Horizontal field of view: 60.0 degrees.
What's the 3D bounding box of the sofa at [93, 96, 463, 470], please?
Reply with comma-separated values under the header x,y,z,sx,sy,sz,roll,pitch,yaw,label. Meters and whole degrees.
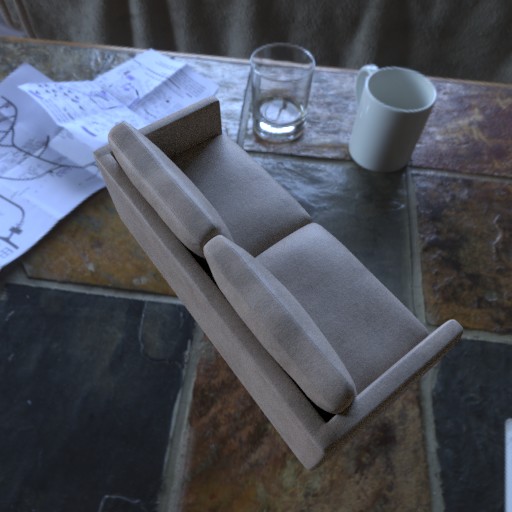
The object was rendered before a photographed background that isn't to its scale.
x,y,z,sx,sy,sz,roll,pitch,yaw,label
0.000,0.000,2.680,0.951,0.965,2.208,-33,63,-19,sofa
